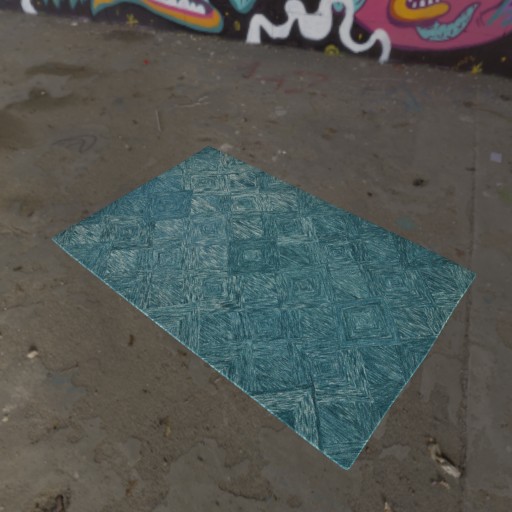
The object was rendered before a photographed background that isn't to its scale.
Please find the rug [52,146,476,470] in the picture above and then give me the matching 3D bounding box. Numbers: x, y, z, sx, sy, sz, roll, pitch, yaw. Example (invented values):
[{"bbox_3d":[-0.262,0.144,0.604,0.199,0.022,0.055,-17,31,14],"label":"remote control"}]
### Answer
[{"bbox_3d":[0.000,0.000,2.125,1.728,0.017,1.136,31,53,27],"label":"rug"}]
